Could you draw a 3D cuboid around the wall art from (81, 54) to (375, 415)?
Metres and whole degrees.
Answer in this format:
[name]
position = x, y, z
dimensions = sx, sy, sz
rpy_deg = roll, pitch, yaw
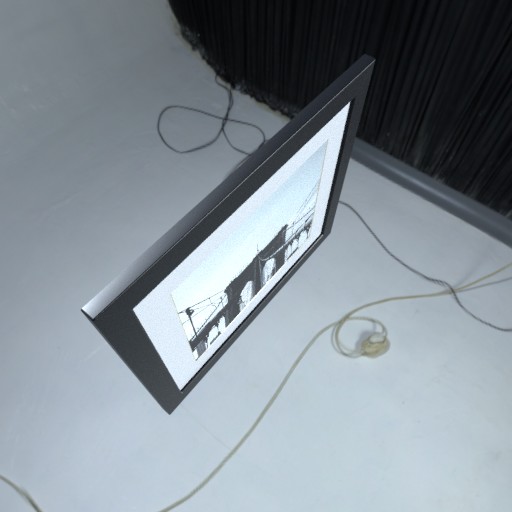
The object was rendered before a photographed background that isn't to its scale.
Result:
[wall art]
position = 0.000, 0.000, 0.728
dimensions = 0.018, 0.450, 0.521
rpy_deg = 35, 65, 19
